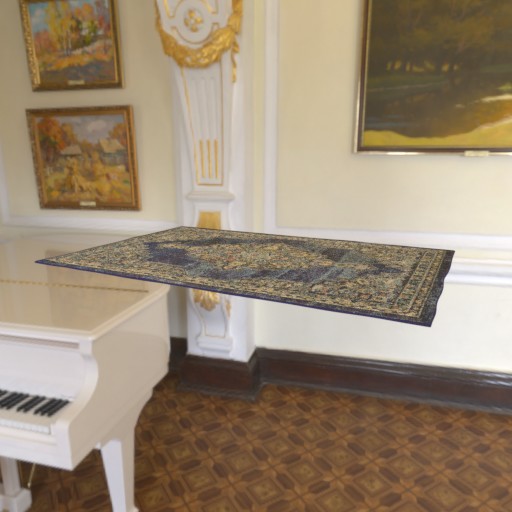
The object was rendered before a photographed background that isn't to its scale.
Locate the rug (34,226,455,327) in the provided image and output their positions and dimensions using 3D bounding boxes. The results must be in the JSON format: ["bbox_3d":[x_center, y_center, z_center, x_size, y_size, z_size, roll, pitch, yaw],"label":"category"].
[{"bbox_3d":[0.000,0.000,2.234,1.781,0.012,1.184,7,15,26],"label":"rug"}]
